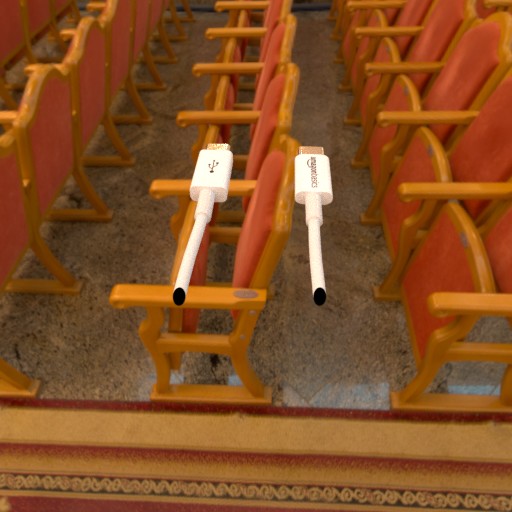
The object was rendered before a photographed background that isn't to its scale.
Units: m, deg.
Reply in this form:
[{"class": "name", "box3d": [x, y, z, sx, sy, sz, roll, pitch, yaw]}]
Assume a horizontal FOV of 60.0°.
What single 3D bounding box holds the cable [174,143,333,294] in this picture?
[{"class": "cable", "box3d": [0.000, 0.000, 0.109, 0.040, 0.006, 0.098, 2, 46, 2]}]
